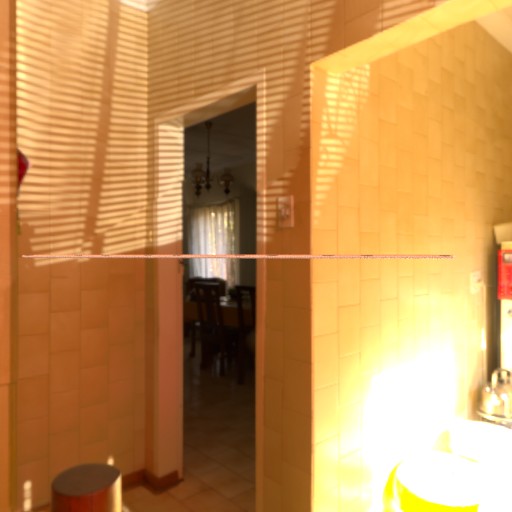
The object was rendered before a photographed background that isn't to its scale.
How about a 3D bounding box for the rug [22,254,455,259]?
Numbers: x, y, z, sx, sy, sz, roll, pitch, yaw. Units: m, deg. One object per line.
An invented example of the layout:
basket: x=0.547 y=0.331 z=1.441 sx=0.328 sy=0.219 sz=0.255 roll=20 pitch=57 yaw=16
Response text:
rug: x=0.000 y=0.000 z=3.865 sx=2.910 sy=0.021 sz=2.211 roll=0 pitch=0 yaw=17
